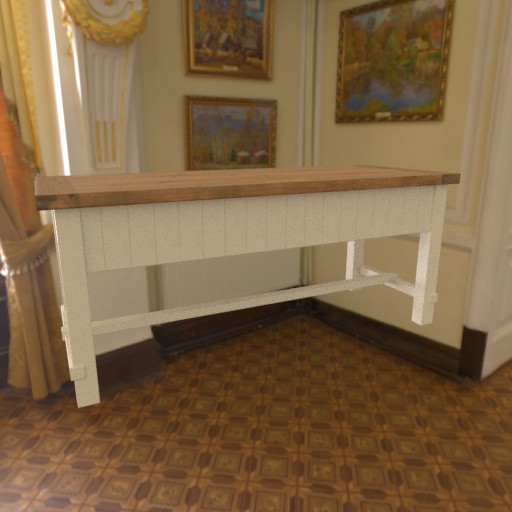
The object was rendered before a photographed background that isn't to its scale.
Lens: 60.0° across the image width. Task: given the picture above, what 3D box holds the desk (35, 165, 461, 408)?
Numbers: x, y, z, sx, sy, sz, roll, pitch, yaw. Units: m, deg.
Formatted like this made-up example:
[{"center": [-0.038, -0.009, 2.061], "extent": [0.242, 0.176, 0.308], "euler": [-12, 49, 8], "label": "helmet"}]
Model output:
[{"center": [0.000, 0.000, 2.110], "extent": [1.803, 0.762, 0.688], "euler": [-7, 17, -25], "label": "desk"}]
